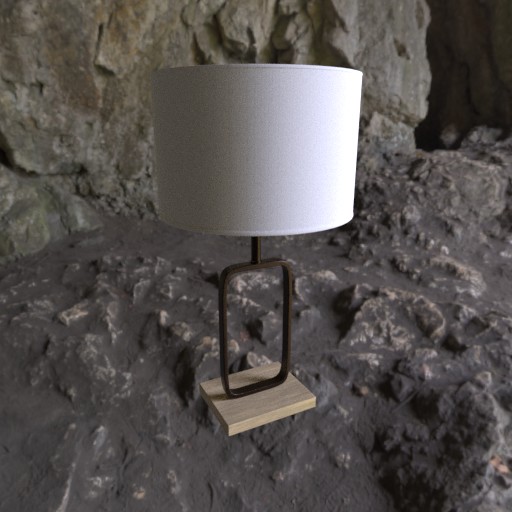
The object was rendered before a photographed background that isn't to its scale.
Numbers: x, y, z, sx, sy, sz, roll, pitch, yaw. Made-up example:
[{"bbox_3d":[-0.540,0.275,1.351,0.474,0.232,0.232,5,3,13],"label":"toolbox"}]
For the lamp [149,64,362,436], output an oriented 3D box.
[{"bbox_3d":[0.000,0.000,0.671,0.279,0.508,0.279,-9,20,-26],"label":"lamp"}]
